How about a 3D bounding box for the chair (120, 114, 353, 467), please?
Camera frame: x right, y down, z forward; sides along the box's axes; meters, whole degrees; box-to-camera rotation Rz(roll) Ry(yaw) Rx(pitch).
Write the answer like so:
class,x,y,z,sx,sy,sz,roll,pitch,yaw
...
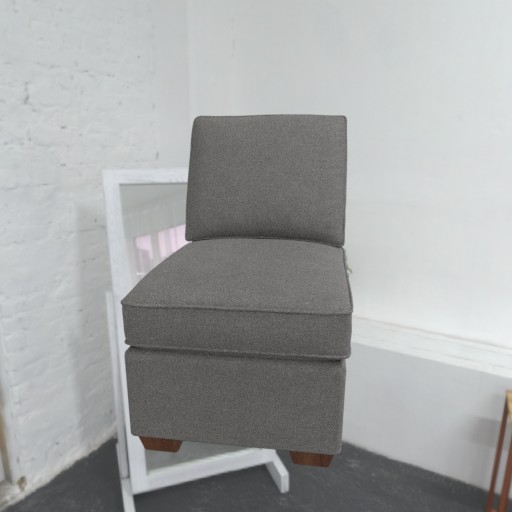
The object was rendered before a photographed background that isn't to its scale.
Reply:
class,x,y,z,sx,sy,sz,roll,pitch,yaw
chair,0.000,0.000,1.533,0.621,0.970,0.938,2,15,8
